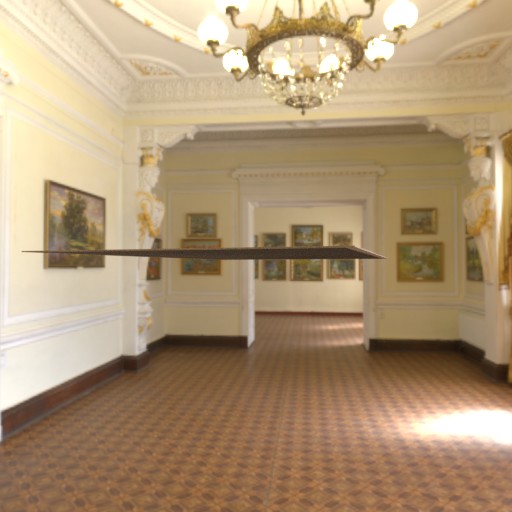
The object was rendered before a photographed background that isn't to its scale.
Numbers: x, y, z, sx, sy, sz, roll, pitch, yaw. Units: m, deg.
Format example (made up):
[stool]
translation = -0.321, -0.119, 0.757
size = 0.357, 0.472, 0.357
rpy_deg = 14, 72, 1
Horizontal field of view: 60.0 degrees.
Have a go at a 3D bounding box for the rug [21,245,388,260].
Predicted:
[rug]
translation = 0.000, 0.000, 3.711
size = 1.981, 0.006, 2.895
rpy_deg = -1, -2, 20
